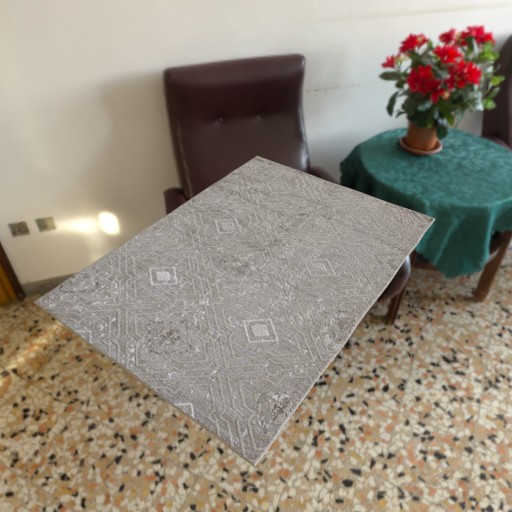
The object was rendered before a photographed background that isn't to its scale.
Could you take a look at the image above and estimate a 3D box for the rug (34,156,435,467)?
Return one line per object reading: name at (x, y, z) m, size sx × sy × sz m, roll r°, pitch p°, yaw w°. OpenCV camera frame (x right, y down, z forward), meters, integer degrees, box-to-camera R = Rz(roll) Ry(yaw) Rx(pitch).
rug at (0.000, 0.000, 4.401) m, size 2.448 × 0.020 × 3.359 m, roll 26°, pitch 47°, yaw 27°
